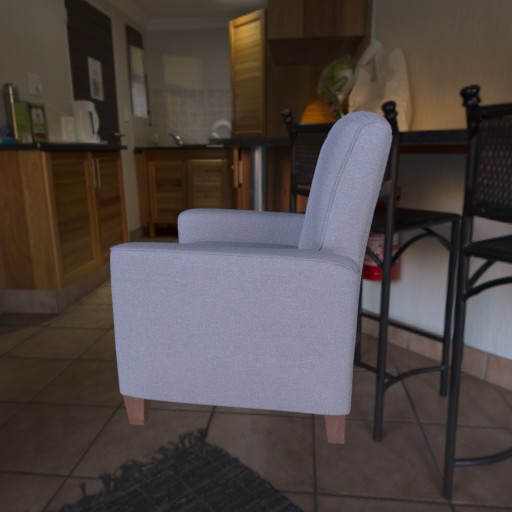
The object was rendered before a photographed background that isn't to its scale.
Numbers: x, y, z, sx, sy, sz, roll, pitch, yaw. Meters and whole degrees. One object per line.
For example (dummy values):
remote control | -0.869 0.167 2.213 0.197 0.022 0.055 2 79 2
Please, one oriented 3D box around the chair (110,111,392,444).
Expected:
chair | 0.000 0.000 1.691 0.859 1.023 0.845 2 15 8
